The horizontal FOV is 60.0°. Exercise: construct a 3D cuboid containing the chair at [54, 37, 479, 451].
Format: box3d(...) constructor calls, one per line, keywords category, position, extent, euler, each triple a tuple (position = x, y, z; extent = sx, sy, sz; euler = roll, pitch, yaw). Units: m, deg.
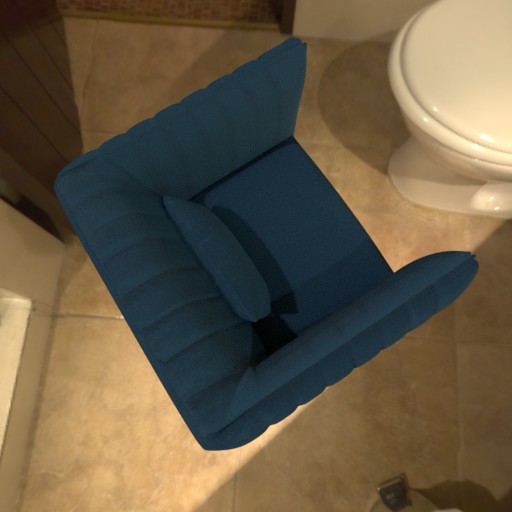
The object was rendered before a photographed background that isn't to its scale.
box3d(category="chair", position=(0.000, 0.000, 1.541), extent=(0.877, 0.793, 0.947), euler=(-32, 78, -8))
